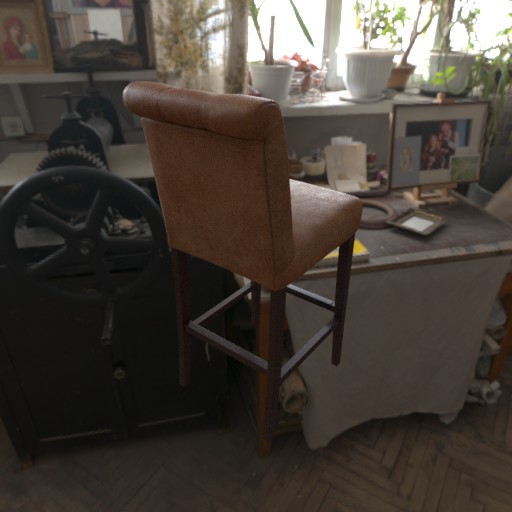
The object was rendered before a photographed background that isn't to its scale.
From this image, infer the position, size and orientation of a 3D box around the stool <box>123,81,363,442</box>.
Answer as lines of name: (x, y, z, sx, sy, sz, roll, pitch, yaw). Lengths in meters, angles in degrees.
stool: (0.000, 0.000, 1.509, 0.493, 1.140, 0.601, 21, 36, 32)
